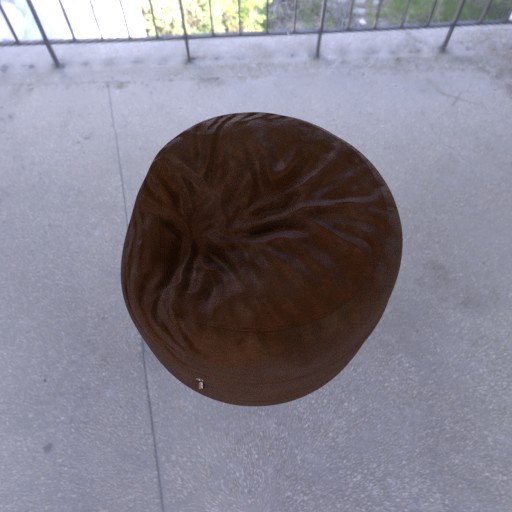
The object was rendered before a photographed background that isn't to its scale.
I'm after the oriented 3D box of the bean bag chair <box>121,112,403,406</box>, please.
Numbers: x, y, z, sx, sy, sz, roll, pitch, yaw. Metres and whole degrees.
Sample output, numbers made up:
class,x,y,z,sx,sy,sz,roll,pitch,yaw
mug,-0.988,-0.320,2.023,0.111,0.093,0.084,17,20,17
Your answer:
class,x,y,z,sx,sy,sz,roll,pitch,yaw
bean bag chair,0.000,0.000,1.523,0.918,0.616,0.918,0,59,0
